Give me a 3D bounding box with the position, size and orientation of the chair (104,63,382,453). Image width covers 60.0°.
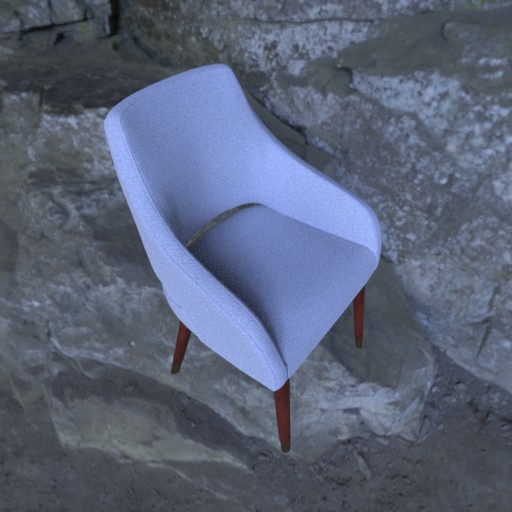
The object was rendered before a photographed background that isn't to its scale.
[{"bbox_3d":[0.000,0.000,1.288,0.600,0.889,0.609,27,48,27],"label":"chair"}]
